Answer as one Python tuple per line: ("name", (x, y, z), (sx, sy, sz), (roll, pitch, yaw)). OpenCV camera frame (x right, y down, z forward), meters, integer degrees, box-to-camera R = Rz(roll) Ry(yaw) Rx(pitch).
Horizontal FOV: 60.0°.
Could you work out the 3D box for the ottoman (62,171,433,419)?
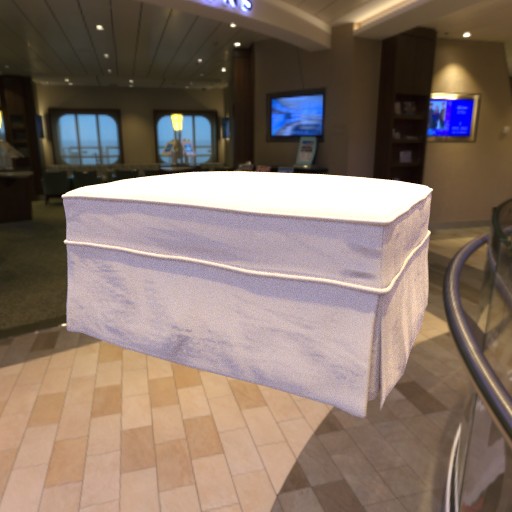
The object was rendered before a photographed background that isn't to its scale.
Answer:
("ottoman", (0.000, 0.000, 1.332), (0.944, 0.479, 0.703), (8, 17, 27))
